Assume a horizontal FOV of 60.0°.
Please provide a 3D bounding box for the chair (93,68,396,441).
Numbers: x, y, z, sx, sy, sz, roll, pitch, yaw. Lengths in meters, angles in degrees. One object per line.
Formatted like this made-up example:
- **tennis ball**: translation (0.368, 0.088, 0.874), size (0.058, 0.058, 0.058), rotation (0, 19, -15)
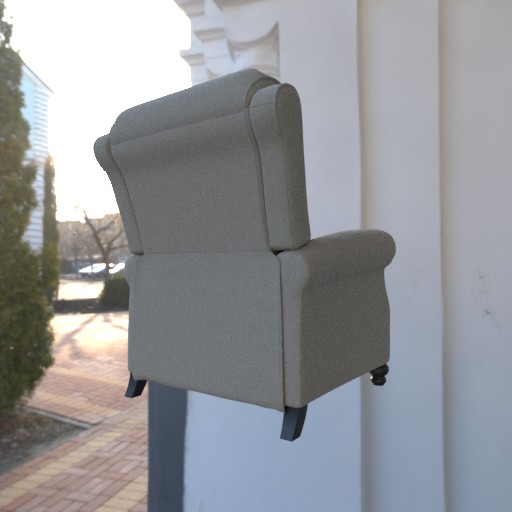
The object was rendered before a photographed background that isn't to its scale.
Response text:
- **chair**: translation (0.000, 0.000, 1.711), size (0.859, 1.046, 0.919), rotation (-1, -2, 36)
